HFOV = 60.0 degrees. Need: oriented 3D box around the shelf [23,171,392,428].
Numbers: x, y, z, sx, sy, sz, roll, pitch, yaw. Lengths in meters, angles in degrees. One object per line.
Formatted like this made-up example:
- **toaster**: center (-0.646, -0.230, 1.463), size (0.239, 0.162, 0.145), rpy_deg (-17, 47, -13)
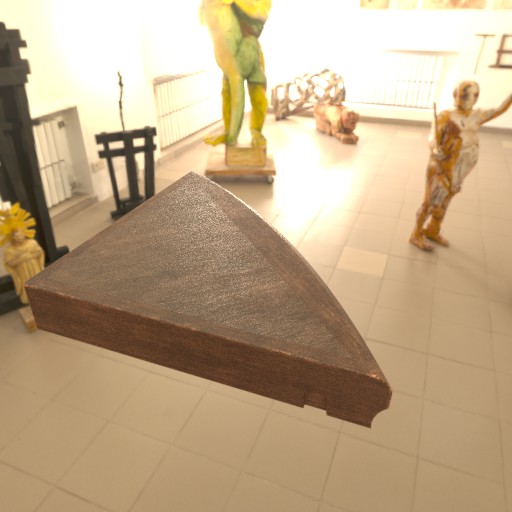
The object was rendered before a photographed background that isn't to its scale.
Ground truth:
- **shelf**: center (0.000, 0.000, 0.467), size (0.310, 0.050, 0.310), rpy_deg (11, 33, 18)
